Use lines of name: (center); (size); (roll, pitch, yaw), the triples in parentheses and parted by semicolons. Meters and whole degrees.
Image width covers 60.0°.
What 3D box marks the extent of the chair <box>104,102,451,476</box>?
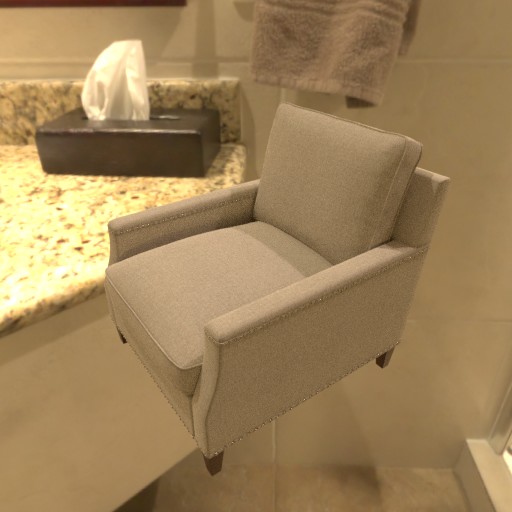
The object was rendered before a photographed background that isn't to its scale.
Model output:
chair: (0.000, 0.000, 1.686); (1.014, 0.943, 0.853); (-20, 36, -30)
